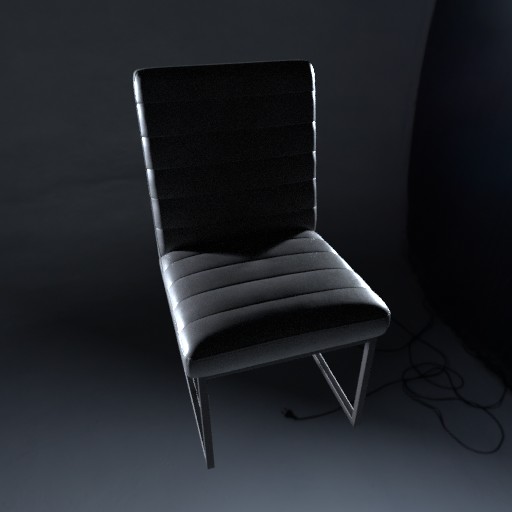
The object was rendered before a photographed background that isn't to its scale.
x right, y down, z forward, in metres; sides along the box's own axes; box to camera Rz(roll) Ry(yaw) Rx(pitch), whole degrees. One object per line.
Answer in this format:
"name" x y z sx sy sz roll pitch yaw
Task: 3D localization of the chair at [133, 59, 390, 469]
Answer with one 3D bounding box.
"chair" 0.000 0.000 1.253 0.520 0.930 0.634 -10 34 -14
